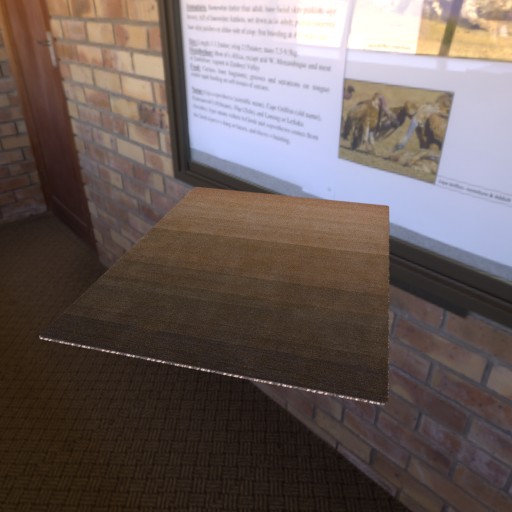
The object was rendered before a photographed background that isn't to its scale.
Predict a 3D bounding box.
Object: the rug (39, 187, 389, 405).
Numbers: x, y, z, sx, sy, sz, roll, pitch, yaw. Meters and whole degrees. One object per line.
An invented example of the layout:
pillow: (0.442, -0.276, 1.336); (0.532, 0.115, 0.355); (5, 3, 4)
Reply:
rug: (0.000, 0.000, 3.963); (2.305, 0.017, 2.902); (7, 31, 13)
